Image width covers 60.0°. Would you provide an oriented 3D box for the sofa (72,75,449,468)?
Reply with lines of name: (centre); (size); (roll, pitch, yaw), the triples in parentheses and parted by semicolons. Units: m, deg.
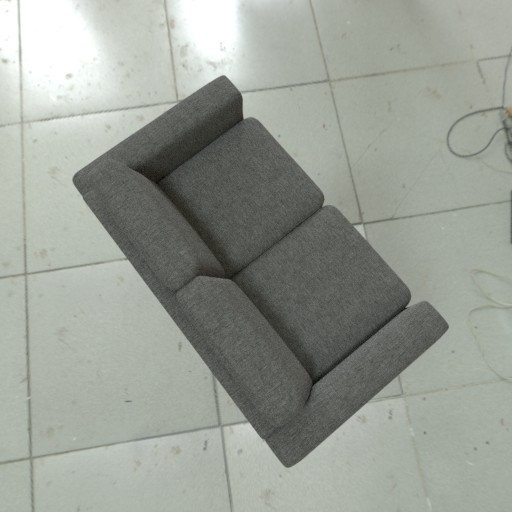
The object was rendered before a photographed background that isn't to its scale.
sofa: (0.000, 0.000, 2.005); (0.900, 0.800, 1.520); (-38, 78, -9)
